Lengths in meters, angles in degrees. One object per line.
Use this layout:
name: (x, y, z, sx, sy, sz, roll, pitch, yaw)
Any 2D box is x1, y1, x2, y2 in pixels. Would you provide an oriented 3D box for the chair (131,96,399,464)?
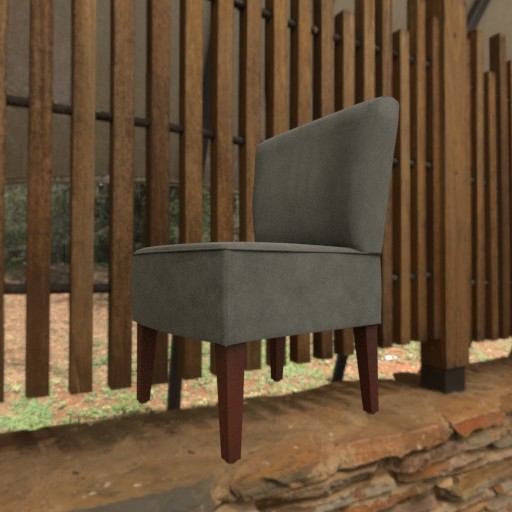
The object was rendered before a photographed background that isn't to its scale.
chair: (0.000, 0.000, 1.167, 0.554, 0.806, 0.521, 1, -2, -36)
